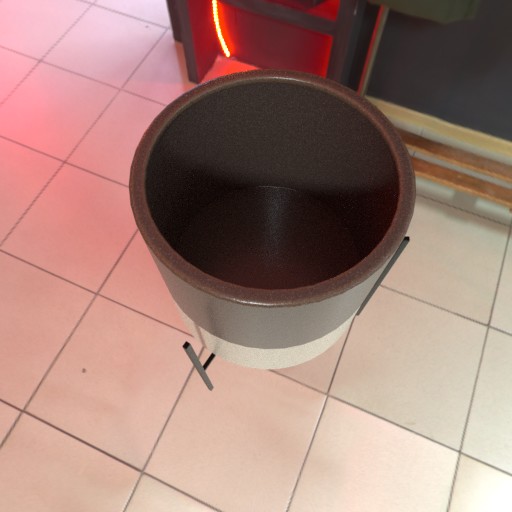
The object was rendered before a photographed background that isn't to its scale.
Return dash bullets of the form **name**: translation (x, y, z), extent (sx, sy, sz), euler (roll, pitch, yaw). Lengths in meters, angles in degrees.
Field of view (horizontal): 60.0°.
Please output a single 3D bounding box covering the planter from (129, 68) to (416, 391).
- **planter**: translation (0.000, 0.000, 0.521), extent (0.250, 0.353, 0.260), euler (-31, 68, -14)
